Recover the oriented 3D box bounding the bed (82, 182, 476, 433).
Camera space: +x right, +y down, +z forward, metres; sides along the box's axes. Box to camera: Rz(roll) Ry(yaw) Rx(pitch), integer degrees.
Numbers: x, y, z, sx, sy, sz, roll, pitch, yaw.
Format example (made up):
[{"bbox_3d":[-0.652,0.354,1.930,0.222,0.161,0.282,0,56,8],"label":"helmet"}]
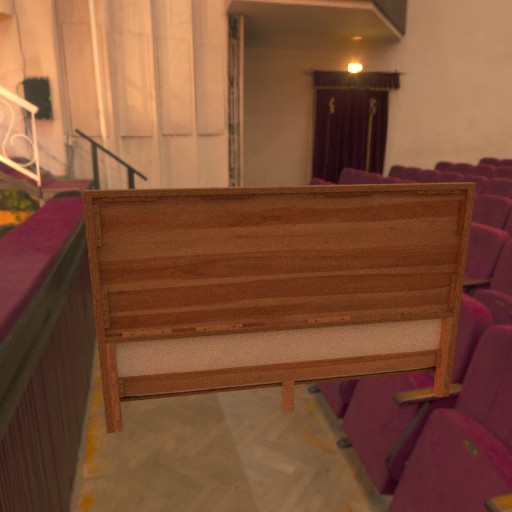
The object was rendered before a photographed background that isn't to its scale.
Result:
[{"bbox_3d":[0.000,0.000,3.413,2.013,1.295,2.184,-3,15,-10],"label":"bed"}]
